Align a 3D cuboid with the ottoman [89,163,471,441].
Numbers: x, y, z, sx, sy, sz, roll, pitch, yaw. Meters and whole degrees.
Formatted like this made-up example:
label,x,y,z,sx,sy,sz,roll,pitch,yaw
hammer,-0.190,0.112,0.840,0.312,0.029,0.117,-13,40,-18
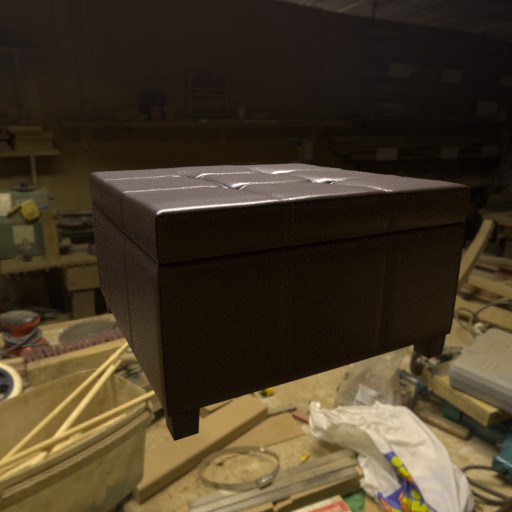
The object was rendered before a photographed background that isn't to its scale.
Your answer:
label,x,y,z,sx,sy,sz,roll,pitch,yaw
ottoman,0.000,0.000,1.279,0.787,0.460,0.788,-8,18,-26
